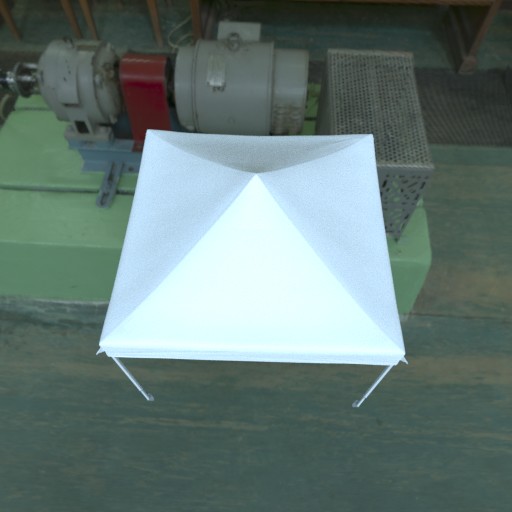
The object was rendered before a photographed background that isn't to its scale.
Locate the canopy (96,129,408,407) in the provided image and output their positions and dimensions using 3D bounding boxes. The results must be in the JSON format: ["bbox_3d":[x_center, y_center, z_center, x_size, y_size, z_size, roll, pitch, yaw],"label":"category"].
[{"bbox_3d":[0.000,0.000,5.507,2.994,2.998,2.996,2,59,1],"label":"canopy"}]
